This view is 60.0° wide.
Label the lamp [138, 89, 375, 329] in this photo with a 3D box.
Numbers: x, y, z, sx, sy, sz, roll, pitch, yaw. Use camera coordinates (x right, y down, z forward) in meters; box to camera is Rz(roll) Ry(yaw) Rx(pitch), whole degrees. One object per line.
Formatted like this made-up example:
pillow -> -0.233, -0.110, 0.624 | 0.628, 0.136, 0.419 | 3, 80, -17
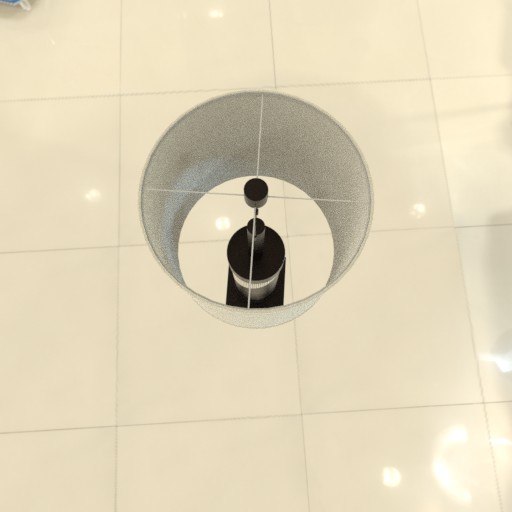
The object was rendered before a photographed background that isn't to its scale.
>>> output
lamp -> 0.000, 0.000, 0.629 | 0.211, 0.509, 0.211 | 4, 77, 1
